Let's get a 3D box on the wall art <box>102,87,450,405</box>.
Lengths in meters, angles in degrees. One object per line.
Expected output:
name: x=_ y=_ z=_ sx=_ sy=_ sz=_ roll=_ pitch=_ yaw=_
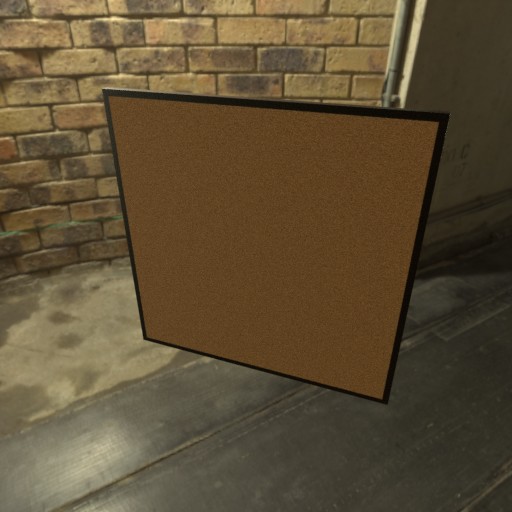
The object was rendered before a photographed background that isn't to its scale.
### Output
wall art: x=0.000 y=0.000 z=0.673 sx=0.457 sy=0.458 sz=0.012 roll=11 pitch=32 yaw=17
